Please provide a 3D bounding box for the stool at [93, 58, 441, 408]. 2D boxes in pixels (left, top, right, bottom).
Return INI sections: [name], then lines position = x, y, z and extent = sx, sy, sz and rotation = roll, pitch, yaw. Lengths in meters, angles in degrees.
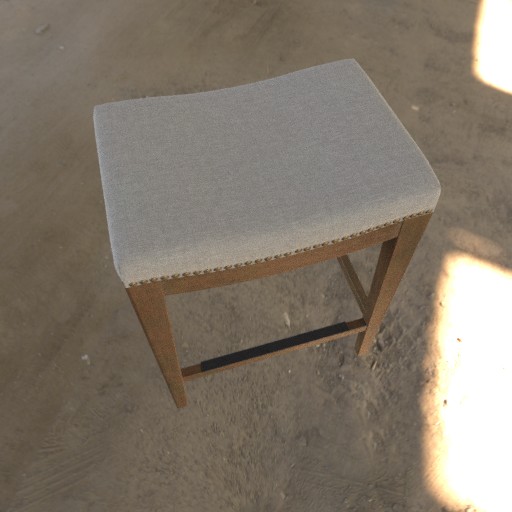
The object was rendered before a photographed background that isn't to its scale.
[stool]
position = 0.000, 0.000, 0.950
extent = 0.508, 0.660, 0.356
rotation = -14, 59, -9
